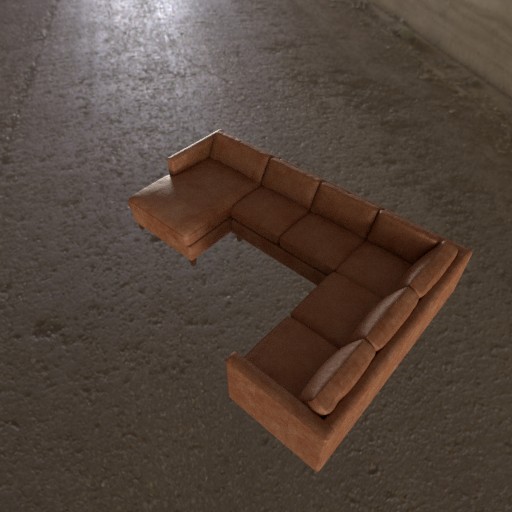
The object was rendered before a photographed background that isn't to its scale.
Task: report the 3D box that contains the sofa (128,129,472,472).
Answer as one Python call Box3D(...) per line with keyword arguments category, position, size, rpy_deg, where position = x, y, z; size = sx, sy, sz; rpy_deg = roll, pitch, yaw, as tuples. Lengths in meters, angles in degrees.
Box3D(category="sofa", position=(0.000, 0.000, 4.590), size=(3.401, 0.832, 2.430), rpy_deg=(32, 54, 28))
